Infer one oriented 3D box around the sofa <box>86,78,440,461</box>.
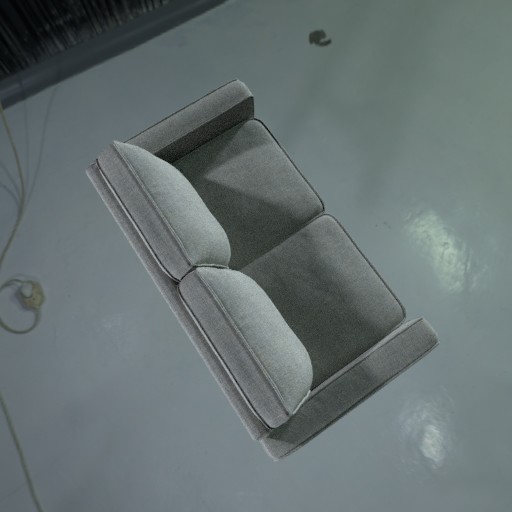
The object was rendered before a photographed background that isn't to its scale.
[{"bbox_3d":[0.000,0.000,2.257,0.945,0.915,1.706,-33,78,-8],"label":"sofa"}]
